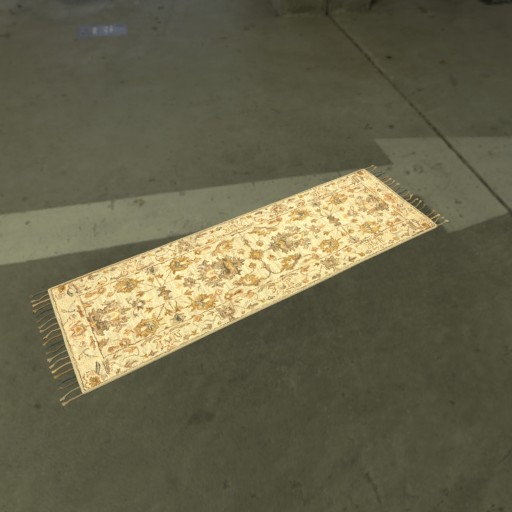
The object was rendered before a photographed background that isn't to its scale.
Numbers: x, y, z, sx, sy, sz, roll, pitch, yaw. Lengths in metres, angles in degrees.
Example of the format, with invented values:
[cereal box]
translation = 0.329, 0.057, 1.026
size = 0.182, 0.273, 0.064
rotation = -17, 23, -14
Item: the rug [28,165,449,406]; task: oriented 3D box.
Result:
[rug]
translation = 0.000, 0.000, 2.609
size = 2.438, 0.021, 0.729
rotation = -23, 50, -21
